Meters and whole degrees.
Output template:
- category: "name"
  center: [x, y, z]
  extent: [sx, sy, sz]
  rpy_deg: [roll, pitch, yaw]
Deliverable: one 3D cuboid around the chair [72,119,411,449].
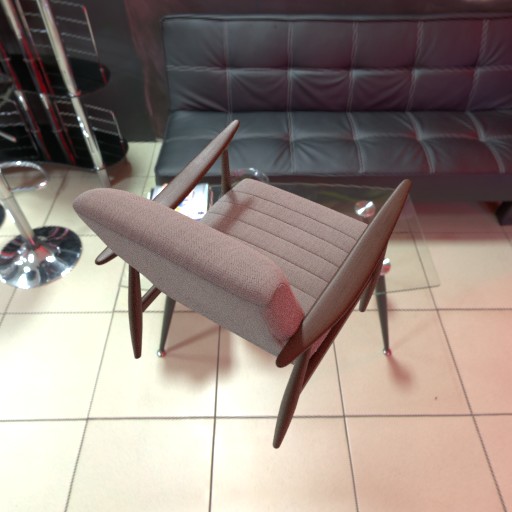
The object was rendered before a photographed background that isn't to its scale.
- category: "chair"
  center: [0.000, 0.000, 1.460]
  extent: [0.741, 0.832, 0.798]
  rpy_deg: [25, 53, 21]
